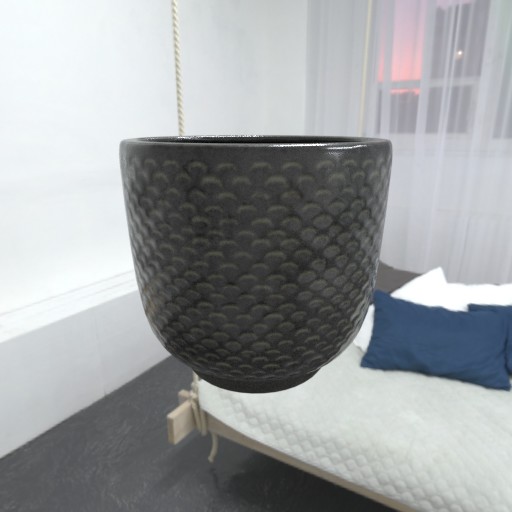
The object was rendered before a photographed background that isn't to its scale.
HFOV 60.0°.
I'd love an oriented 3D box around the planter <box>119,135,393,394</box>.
[{"bbox_3d":[0.000,0.000,0.252,0.140,0.129,0.140,0,17,0],"label":"planter"}]
